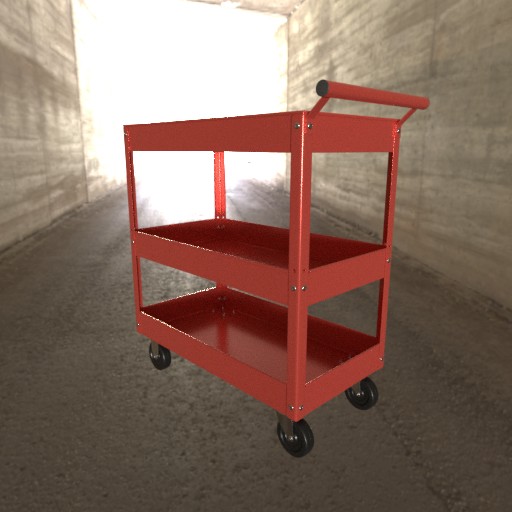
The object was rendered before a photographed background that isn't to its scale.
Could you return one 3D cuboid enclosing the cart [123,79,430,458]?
[{"bbox_3d":[0.000,0.000,1.188,0.366,0.780,0.719,-13,18,-43],"label":"cart"}]
